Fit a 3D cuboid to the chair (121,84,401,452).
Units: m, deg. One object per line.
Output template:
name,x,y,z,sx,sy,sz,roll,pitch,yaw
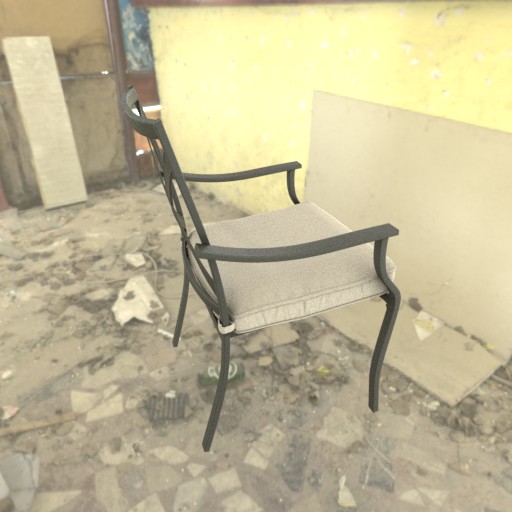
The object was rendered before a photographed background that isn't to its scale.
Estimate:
chair,0.000,0.000,1.267,0.620,0.889,0.575,-10,30,-17
